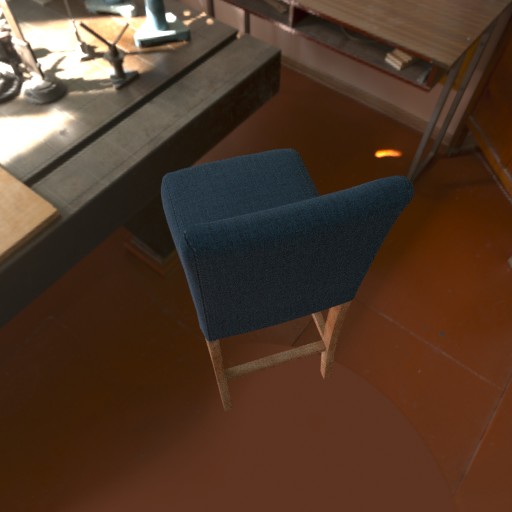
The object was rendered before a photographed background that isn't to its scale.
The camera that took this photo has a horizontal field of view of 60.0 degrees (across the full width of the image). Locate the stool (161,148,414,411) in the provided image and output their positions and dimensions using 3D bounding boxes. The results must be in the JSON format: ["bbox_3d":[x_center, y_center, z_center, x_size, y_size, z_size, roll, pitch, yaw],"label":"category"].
[{"bbox_3d":[0.000,0.000,1.321,0.454,1.039,0.567,-15,58,-9],"label":"stool"}]
